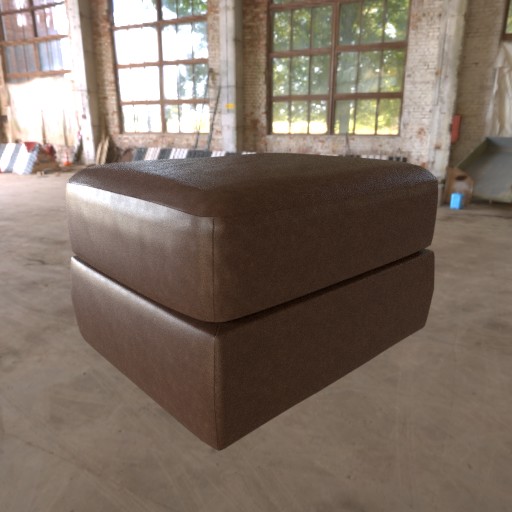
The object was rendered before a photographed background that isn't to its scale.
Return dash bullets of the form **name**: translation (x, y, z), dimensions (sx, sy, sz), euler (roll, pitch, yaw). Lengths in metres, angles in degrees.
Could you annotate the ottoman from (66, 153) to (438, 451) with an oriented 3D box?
- **ottoman**: translation (0.000, 0.000, 1.110), dimensions (0.751, 0.476, 0.603), euler (-15, 22, -40)
